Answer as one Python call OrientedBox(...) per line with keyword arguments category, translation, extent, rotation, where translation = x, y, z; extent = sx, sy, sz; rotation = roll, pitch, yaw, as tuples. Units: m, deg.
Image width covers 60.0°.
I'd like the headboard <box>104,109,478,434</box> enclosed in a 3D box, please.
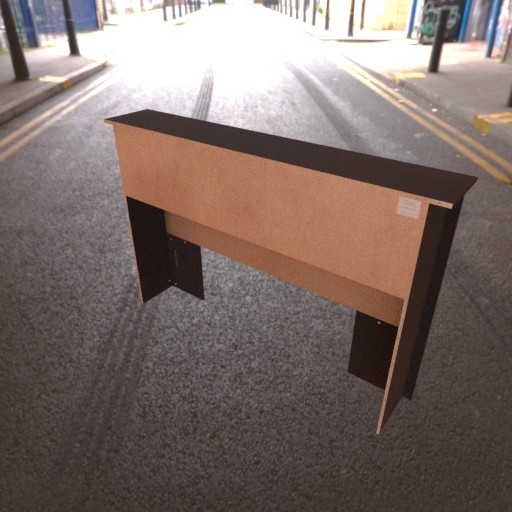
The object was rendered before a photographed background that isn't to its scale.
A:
OrientedBox(category="headboard", translation=(0.000, 0.000, 2.114), extent=(1.671, 1.092, 0.279), rotation=(21, 37, 31))
